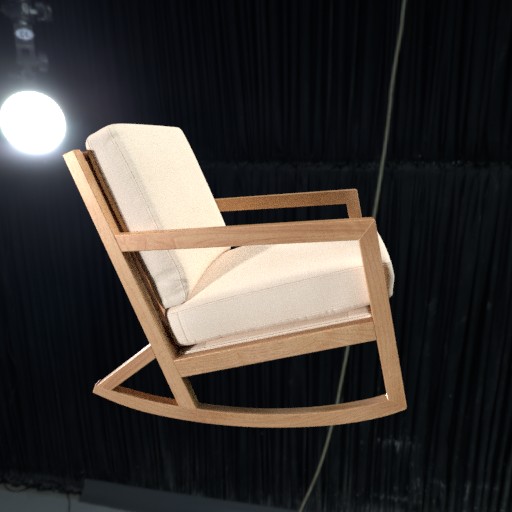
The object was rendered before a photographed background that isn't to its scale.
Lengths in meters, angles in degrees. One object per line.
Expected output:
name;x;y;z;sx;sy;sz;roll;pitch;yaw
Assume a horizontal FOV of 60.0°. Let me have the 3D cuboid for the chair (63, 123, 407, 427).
chair;0.000;0.000;1.392;0.857;0.790;0.622;2;15;8
